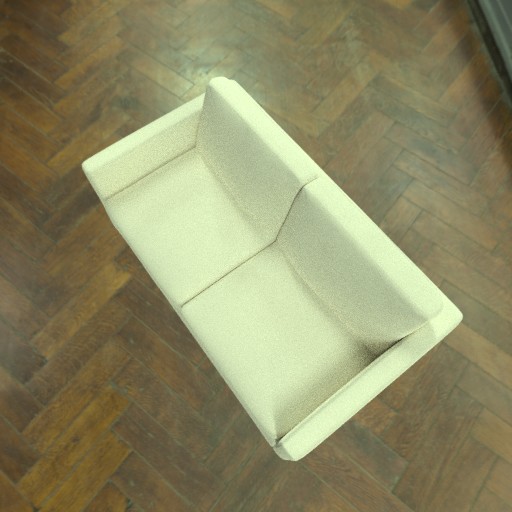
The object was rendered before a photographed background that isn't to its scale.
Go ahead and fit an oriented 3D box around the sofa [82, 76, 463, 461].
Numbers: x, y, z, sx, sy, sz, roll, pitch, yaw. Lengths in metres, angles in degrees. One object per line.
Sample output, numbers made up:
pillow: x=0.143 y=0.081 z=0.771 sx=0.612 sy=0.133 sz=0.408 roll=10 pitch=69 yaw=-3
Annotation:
sofa: x=0.000 y=0.000 z=2.238 sx=0.964 sy=0.888 sz=1.702 roll=-34 pitch=71 yaw=-14
